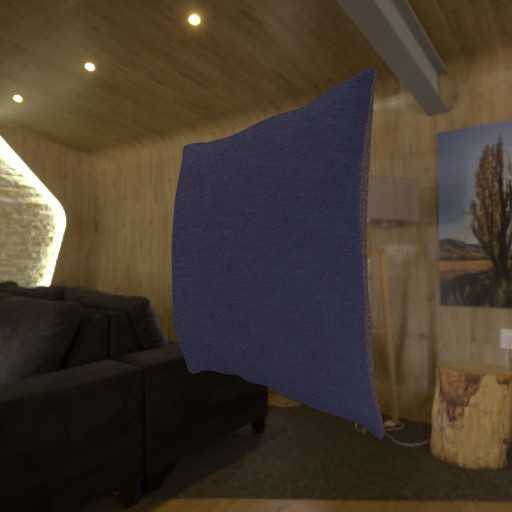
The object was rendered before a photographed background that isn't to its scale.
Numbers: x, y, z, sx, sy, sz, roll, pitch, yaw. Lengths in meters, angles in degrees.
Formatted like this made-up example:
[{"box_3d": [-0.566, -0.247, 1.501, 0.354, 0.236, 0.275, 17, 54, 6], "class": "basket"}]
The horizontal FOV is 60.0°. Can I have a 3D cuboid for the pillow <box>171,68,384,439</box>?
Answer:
[{"box_3d": [0.000, 0.000, 0.681, 0.204, 0.439, 0.452, 1, -1, -38], "class": "pillow"}]
